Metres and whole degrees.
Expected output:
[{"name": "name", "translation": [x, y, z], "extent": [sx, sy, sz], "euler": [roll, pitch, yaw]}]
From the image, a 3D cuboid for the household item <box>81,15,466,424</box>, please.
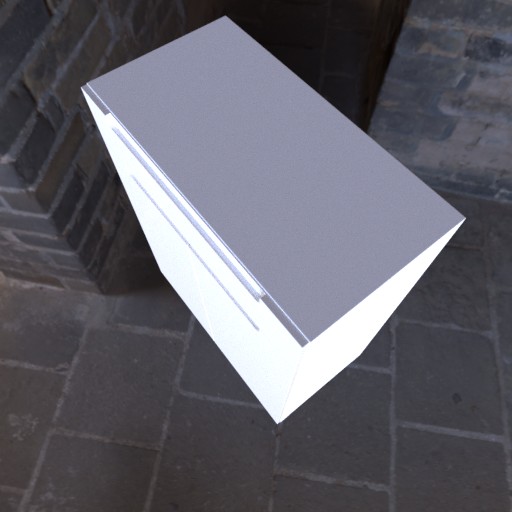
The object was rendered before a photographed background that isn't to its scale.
[{"name": "household item", "translation": [0.000, 0.000, 1.393], "extent": [0.420, 1.010, 0.790], "euler": [-35, 68, -17]}]
